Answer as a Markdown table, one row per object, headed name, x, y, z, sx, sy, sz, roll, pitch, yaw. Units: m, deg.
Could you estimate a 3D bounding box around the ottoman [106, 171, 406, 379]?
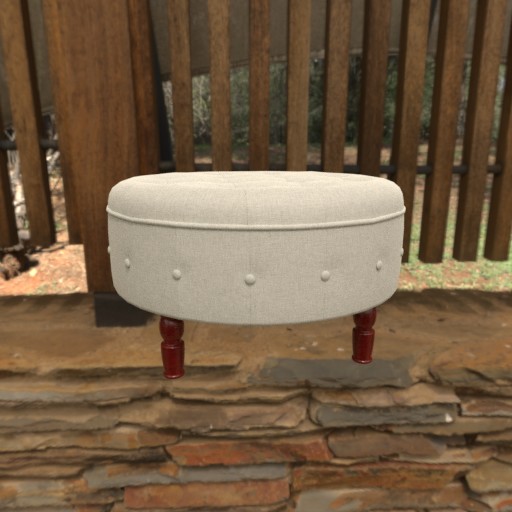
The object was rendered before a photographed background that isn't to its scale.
| name | x | y | z | sx | sy | sz | roll | pitch | yaw |
| --- | --- | --- | --- | --- | --- | --- | --- | --- | --- |
| ottoman | 0.000 | 0.000 | 1.361 | 0.850 | 0.483 | 0.850 | 0 | 14 | 0 |
